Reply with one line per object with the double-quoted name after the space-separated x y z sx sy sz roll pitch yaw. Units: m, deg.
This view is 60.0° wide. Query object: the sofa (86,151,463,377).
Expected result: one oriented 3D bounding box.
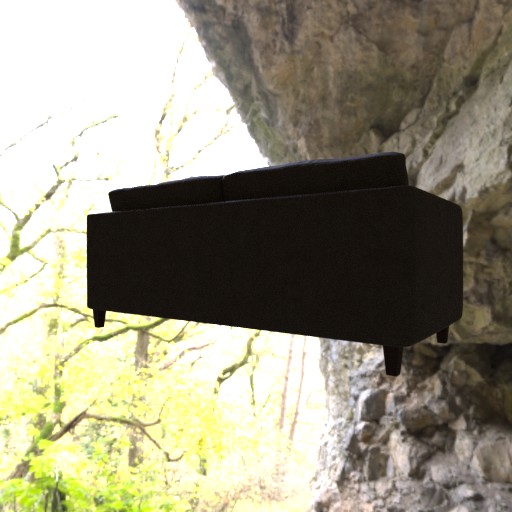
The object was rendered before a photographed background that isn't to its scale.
0.000 0.000 2.730 2.208 0.965 0.951 0 0 36 "sofa"
